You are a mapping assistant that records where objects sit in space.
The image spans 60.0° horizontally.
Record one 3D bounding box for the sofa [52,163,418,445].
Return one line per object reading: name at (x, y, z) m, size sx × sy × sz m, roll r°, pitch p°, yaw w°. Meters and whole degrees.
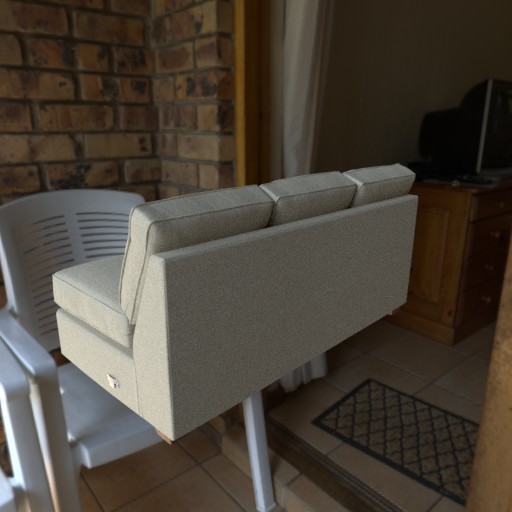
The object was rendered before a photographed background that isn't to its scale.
sofa at (0.000, 0.000, 2.544) m, size 1.027 × 0.973 × 1.962 m, roll 15°, pitch 22°, yaw 42°
